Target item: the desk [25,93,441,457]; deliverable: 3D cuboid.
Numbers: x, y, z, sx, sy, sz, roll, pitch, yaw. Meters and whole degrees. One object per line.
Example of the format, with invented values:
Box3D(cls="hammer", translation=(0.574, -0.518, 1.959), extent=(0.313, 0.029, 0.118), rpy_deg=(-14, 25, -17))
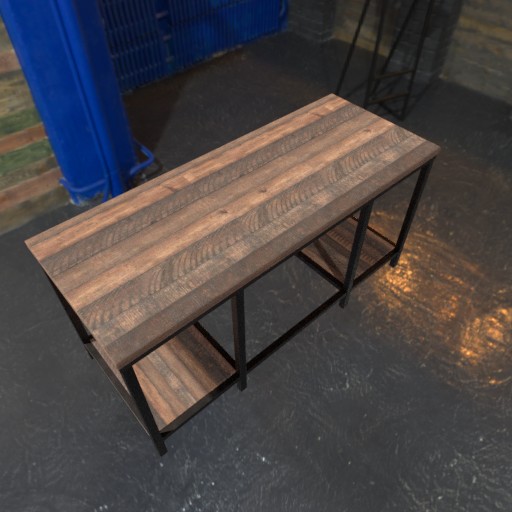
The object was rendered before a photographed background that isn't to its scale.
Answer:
Box3D(cls="desk", translation=(0.000, 0.000, 1.959), extent=(1.538, 0.753, 0.617), rpy_deg=(-33, 55, -27))
